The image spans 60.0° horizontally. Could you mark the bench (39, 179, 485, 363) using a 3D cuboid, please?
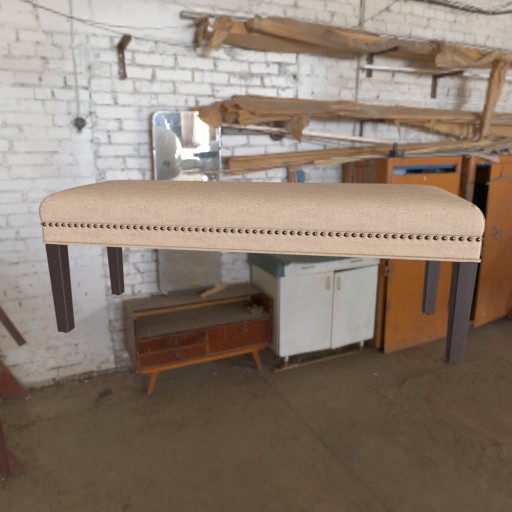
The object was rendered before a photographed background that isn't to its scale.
[{"bbox_3d":[0.000,0.000,1.422,1.219,0.457,0.410,3,15,10],"label":"bench"}]
